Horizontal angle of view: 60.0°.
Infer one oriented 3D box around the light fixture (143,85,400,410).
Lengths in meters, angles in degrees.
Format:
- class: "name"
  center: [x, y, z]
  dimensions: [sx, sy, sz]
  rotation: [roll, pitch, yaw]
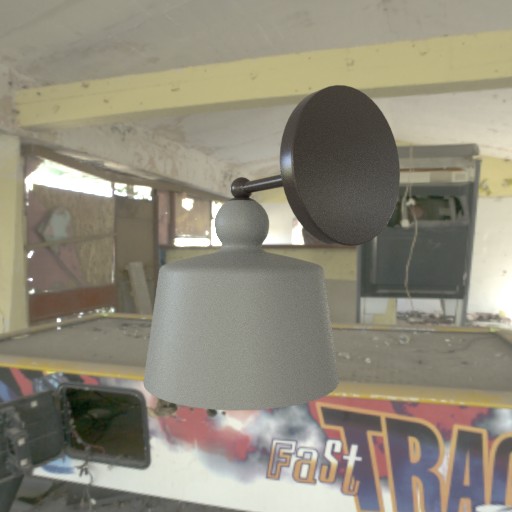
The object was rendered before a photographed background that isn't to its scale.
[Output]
- class: "light fixture"
  center: [0.000, 0.000, 0.452]
  dimensions: [0.204, 0.268, 0.254]
  rotation: [0, 1, -37]
